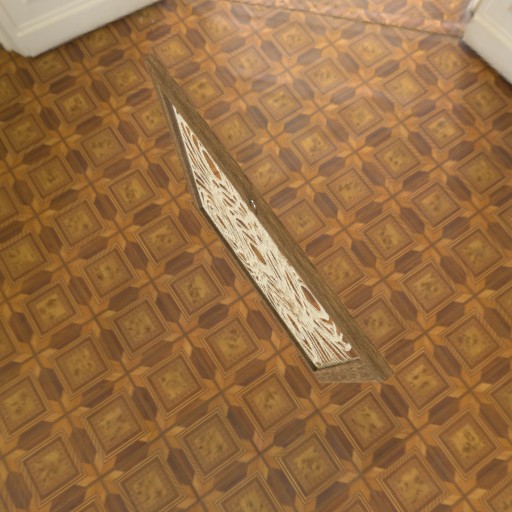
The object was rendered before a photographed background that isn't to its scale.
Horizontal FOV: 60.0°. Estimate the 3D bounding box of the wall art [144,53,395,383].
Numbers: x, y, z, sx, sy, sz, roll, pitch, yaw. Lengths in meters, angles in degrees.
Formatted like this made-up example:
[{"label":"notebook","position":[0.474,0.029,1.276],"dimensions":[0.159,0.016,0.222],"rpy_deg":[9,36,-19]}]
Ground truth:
[{"label":"wall art","position":[0.000,0.000,0.854],"dimensions":[0.021,0.576,0.561],"rpy_deg":[-34,77,-9]}]
